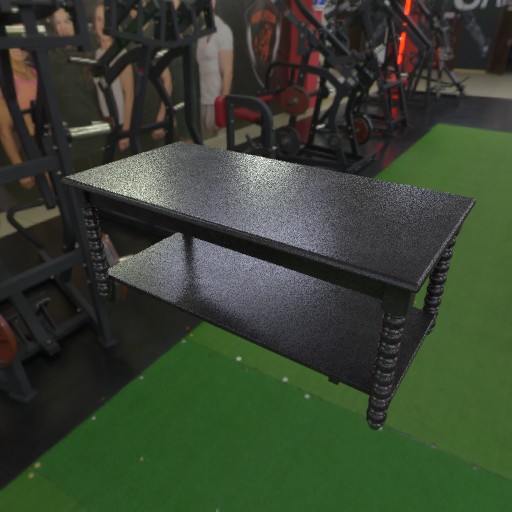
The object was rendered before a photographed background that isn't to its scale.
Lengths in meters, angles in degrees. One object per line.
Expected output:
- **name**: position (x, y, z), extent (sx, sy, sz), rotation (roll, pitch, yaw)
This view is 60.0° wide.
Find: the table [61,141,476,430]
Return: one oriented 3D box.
- **table**: position (0.000, 0.000, 1.490), extent (1.171, 0.487, 0.580), rotation (18, 34, 29)
